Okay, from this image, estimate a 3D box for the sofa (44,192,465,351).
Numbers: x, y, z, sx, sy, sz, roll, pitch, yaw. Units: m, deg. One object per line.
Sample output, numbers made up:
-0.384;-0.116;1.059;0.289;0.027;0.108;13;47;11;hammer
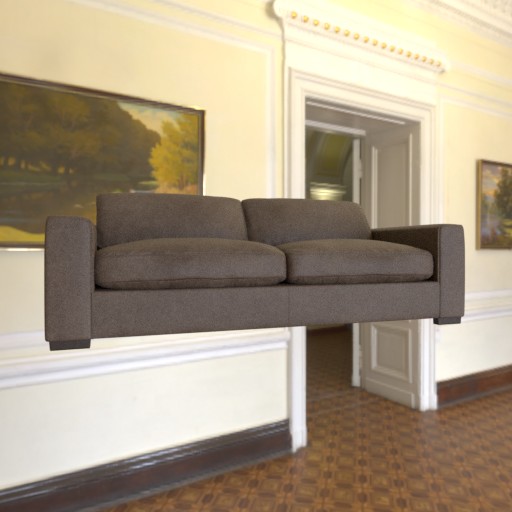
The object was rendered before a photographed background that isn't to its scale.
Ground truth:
0.000;0.000;2.727;2.262;0.801;1.070;0;1;-19;sofa
